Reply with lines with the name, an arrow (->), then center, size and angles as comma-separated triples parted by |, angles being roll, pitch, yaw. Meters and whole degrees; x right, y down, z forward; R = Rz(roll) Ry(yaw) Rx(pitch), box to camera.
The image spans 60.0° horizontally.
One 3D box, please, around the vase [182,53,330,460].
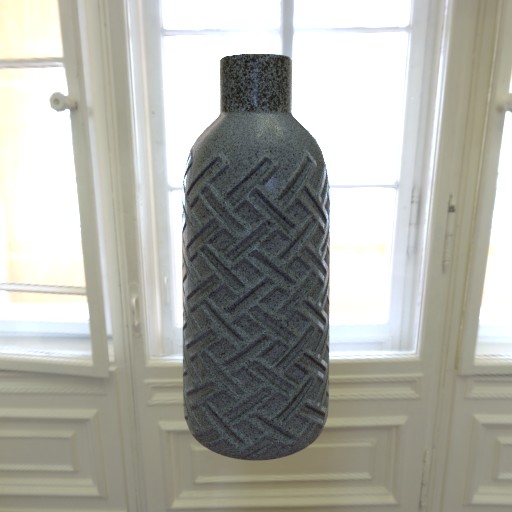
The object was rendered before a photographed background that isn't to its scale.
vase -> 0.000, 0.000, 0.344 | 0.122, 0.282, 0.122 | 0, 15, 0
